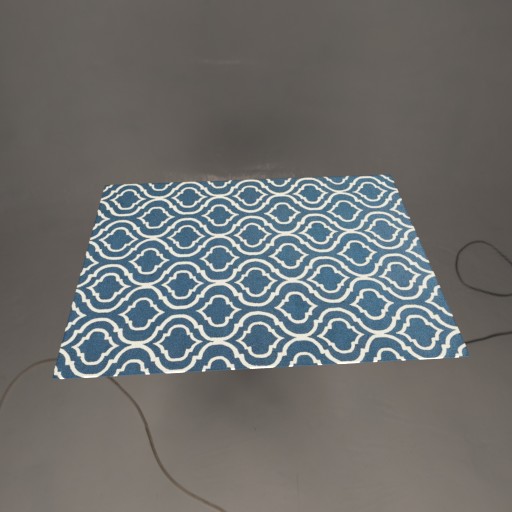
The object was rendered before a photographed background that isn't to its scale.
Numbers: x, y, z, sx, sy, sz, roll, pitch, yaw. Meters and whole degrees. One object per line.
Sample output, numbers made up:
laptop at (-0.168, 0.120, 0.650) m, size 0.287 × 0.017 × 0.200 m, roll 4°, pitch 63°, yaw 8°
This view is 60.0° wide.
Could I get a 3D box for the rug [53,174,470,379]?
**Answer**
rug at (0.000, 0.000, 4.369) m, size 3.353 × 0.010 × 2.438 m, roll -3°, pitch 47°, yaw -2°
